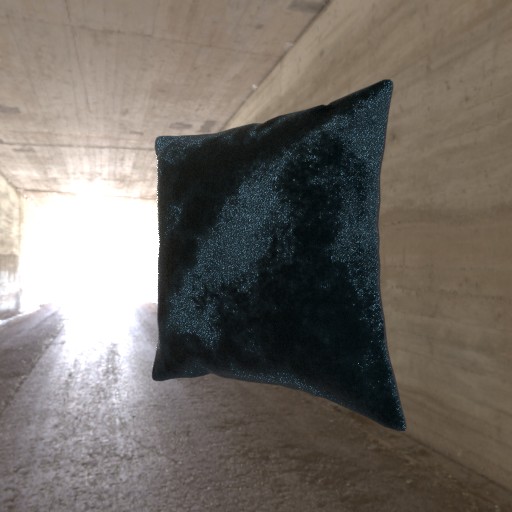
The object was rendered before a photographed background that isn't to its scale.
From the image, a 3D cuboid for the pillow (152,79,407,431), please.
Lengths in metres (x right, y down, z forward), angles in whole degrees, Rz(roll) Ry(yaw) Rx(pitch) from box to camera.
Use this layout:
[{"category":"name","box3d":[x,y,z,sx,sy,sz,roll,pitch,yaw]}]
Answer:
[{"category":"pillow","box3d":[0.000,0.000,0.650,0.436,0.430,0.138,0,0,35]}]
